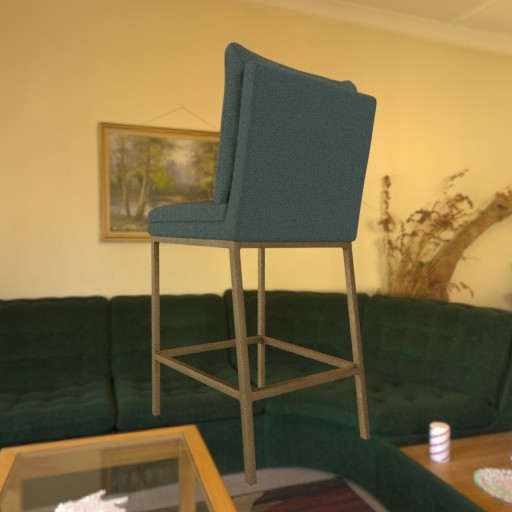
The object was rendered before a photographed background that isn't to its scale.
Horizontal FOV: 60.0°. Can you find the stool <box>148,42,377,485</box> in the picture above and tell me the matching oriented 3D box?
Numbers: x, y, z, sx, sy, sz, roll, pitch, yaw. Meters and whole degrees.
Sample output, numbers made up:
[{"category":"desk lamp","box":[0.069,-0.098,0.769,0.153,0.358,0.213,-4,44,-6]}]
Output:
[{"category":"stool","box":[0.000,0.000,1.338,0.463,1.032,0.568,-1,2,-36]}]
